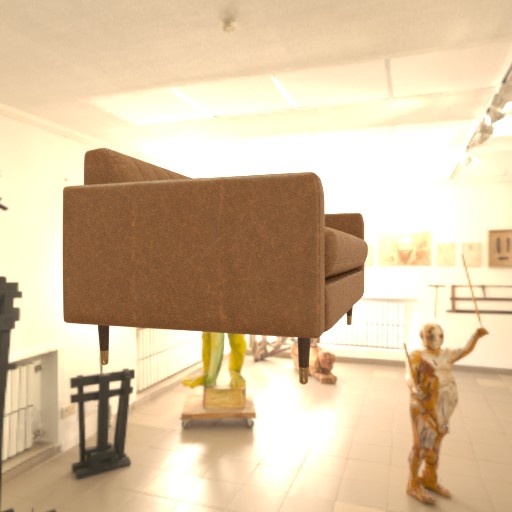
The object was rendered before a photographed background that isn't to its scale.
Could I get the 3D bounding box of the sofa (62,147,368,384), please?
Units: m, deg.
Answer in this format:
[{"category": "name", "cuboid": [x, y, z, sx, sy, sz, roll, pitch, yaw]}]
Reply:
[{"category": "sofa", "cuboid": [0.000, 0.000, 2.140, 0.960, 0.820, 1.549, 0, 0, 19]}]
